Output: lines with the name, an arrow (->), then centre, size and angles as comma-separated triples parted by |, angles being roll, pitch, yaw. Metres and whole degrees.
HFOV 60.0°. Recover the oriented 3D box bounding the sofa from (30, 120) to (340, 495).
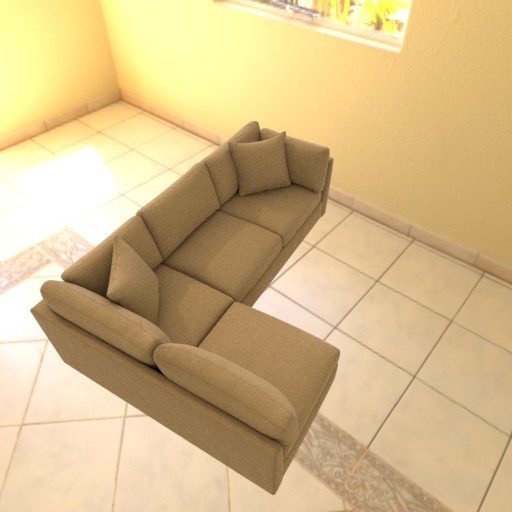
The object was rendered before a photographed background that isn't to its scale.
sofa -> 0.000, 0.000, 3.760 | 1.994, 0.978, 2.896 | 23, 49, 21
